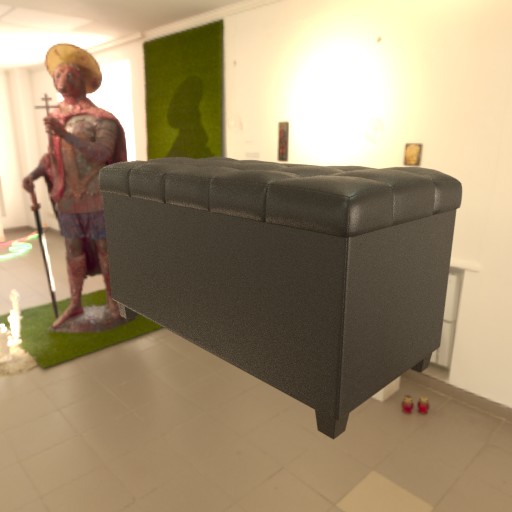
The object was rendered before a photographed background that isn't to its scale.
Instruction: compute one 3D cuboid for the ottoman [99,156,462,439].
[{"bbox_3d":[0.000,0.000,1.130,0.432,0.470,0.838,-14,21,-42],"label":"ottoman"}]
